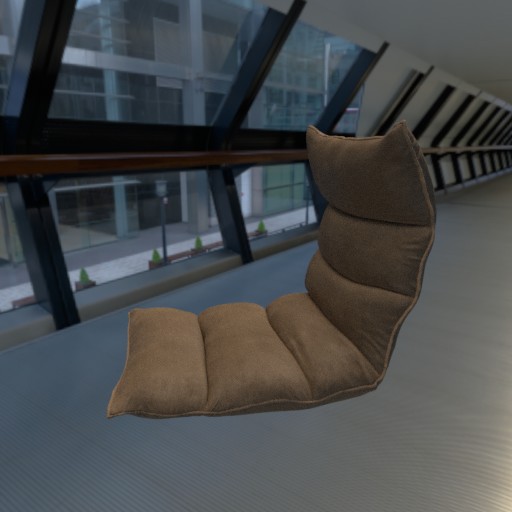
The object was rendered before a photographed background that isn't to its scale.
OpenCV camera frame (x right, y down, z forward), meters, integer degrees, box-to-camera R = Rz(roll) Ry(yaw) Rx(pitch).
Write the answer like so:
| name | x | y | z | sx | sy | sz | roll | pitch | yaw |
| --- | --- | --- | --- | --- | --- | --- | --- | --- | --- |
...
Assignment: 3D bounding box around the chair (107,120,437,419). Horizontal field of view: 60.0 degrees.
| name | x | y | z | sx | sy | sz | roll | pitch | yaw |
| --- | --- | --- | --- | --- | --- | --- | --- | --- | --- |
| chair | 0.000 | 0.000 | 1.549 | 0.985 | 0.892 | 0.714 | -3 | 15 | -9 |
